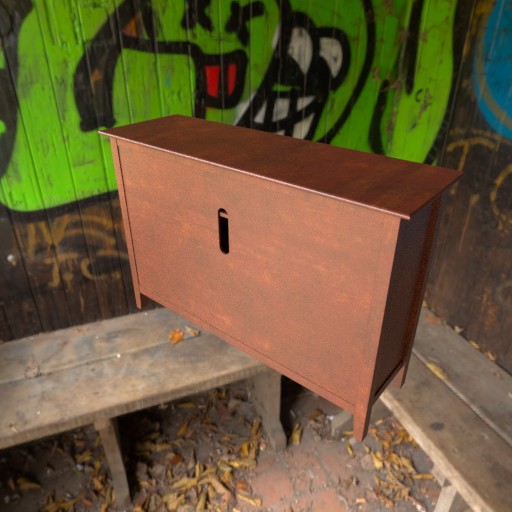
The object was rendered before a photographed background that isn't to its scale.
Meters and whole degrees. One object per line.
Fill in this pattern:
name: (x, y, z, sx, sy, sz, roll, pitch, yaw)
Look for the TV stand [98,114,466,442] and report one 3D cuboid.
TV stand: (0.000, 0.000, 1.864, 1.372, 0.915, 0.445, 22, 36, 34)
